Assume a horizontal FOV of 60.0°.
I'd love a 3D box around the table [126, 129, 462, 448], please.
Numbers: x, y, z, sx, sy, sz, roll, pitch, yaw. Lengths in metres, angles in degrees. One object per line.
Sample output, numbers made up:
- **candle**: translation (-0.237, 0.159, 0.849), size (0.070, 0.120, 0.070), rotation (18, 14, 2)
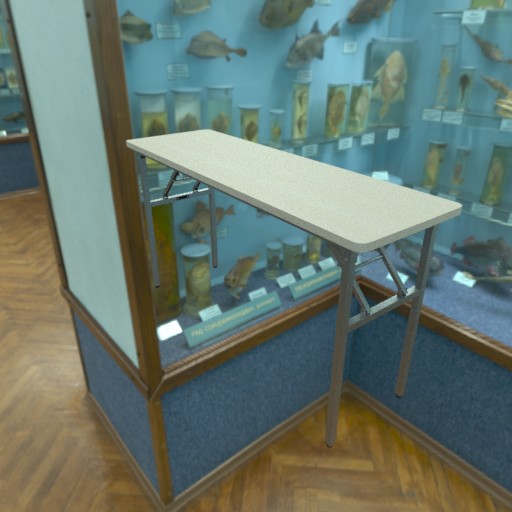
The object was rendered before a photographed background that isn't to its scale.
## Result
- **table**: translation (0.000, 0.000, 1.805), size (0.446, 0.750, 1.397), rotation (-19, 32, -33)
